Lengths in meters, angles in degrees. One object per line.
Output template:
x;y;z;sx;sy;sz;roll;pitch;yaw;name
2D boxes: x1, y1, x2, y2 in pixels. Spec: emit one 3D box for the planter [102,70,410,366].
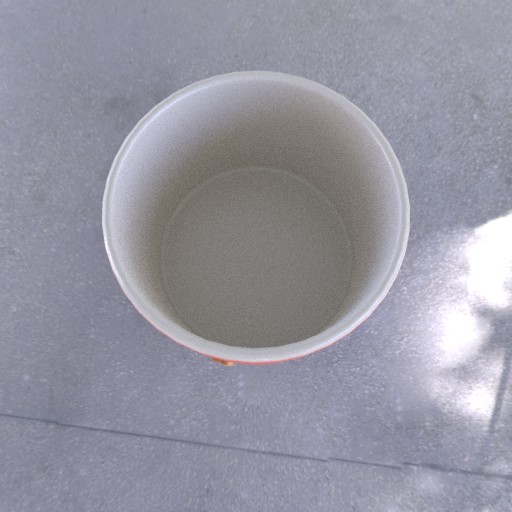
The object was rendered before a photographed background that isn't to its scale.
0.000;0.000;0.401;0.199;0.268;0.199;0;76;0;planter
